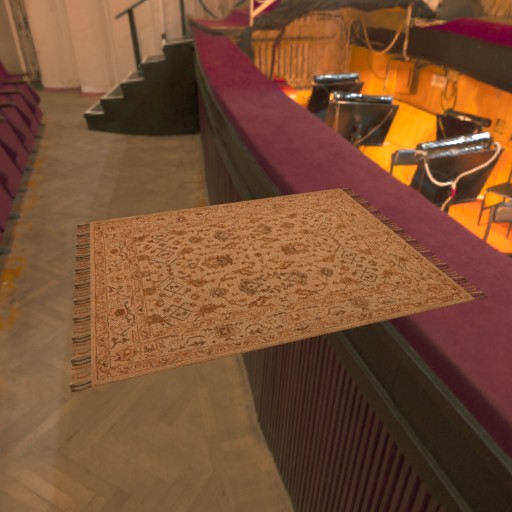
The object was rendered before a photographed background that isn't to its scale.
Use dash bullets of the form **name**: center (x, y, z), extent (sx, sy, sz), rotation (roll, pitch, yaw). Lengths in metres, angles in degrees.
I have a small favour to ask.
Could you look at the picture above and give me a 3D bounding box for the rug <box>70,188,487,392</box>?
- **rug**: center (0.000, 0.000, 2.227), extent (1.726, 0.009, 1.278), rotation (-10, 33, -15)
